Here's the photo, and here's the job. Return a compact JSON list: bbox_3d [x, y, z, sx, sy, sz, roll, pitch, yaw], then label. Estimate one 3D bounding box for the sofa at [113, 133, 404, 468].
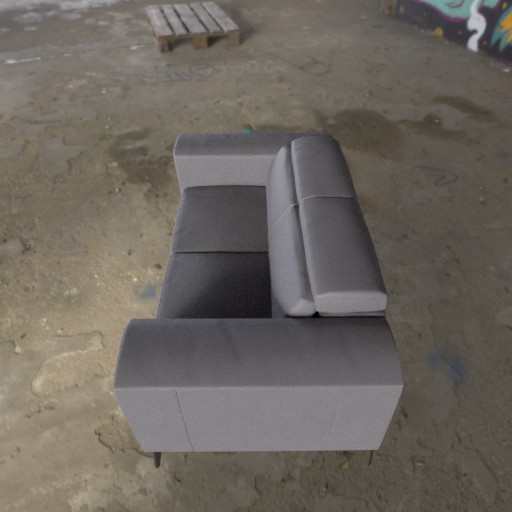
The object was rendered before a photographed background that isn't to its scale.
[{"bbox_3d":[0.000,0.000,2.326,1.003,0.779,1.895,0,41,0],"label":"sofa"}]
